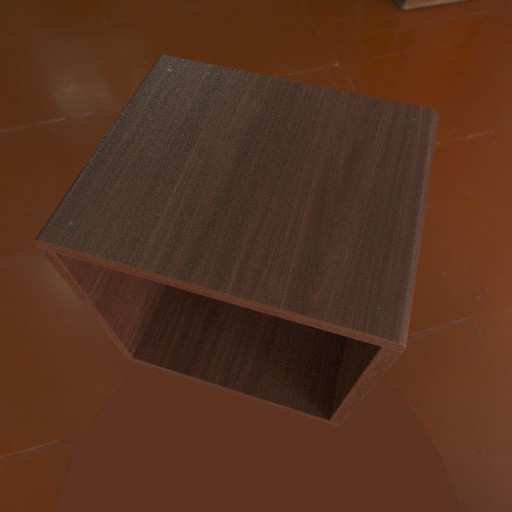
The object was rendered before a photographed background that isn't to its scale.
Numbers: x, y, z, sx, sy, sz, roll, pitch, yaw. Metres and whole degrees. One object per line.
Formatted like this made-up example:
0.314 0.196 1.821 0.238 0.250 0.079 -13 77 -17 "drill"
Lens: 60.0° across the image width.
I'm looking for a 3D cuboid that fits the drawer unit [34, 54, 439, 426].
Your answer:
0.000 0.000 0.607 0.349 0.351 0.290 15 60 9 "drawer unit"
